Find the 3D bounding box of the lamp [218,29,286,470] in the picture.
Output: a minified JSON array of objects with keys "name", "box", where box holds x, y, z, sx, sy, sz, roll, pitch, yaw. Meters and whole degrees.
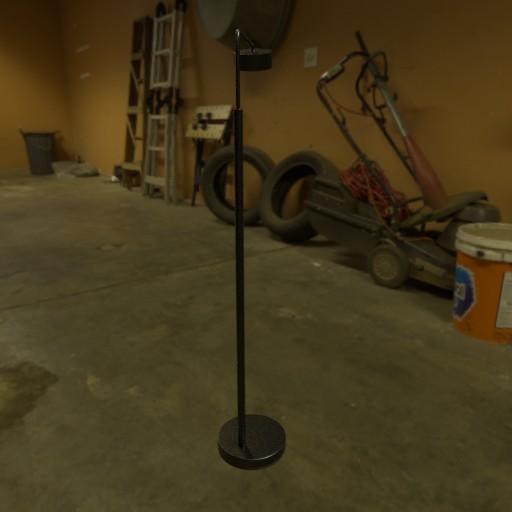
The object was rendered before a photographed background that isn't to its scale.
[{"name":"lamp","box":[0.000,0.000,1.363,0.219,1.230,0.418,2,17,7]}]
